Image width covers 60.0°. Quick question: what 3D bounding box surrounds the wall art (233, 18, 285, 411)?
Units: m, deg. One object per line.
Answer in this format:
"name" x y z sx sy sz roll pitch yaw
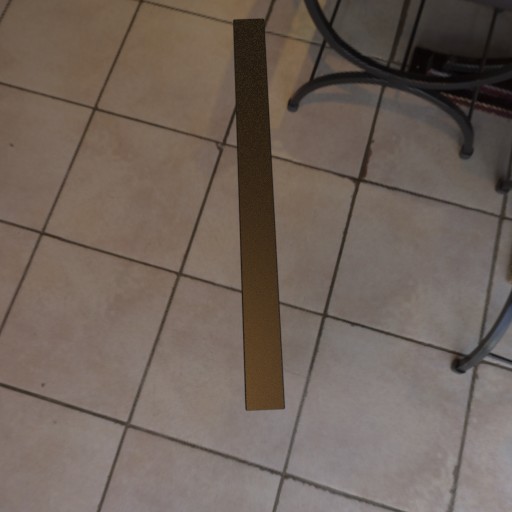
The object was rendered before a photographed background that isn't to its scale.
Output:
"wall art" 0.000 0.000 0.748 0.039 0.555 0.449 -2 75 -1
